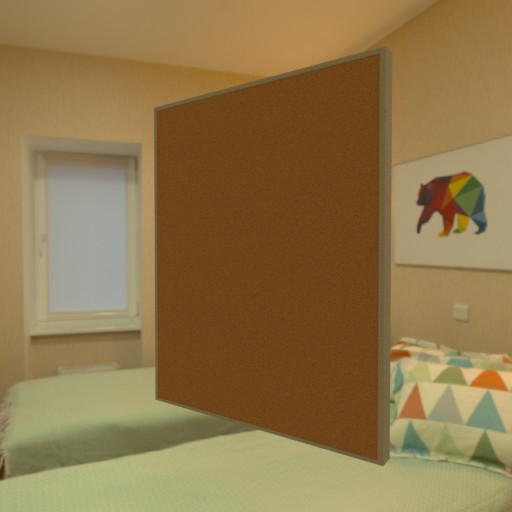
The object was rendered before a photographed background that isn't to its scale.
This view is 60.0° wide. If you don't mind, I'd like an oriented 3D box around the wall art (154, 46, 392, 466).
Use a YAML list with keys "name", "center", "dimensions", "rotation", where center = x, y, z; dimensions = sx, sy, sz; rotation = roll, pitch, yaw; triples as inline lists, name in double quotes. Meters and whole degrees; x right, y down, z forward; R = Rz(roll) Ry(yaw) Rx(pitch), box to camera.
- name: "wall art"
  center: [0.000, 0.000, 1.005]
  dimensions: [0.611, 0.763, 0.055]
  rotation: [1, 2, 35]
